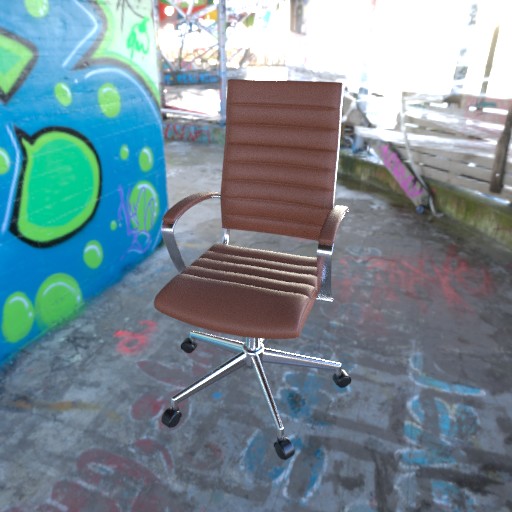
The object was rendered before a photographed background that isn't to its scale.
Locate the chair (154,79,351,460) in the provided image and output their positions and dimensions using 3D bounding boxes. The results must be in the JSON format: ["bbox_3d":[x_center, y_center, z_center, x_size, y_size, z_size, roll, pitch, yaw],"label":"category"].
[{"bbox_3d":[0.000,0.000,1.616,0.766,1.149,0.739,9,27,17],"label":"chair"}]
